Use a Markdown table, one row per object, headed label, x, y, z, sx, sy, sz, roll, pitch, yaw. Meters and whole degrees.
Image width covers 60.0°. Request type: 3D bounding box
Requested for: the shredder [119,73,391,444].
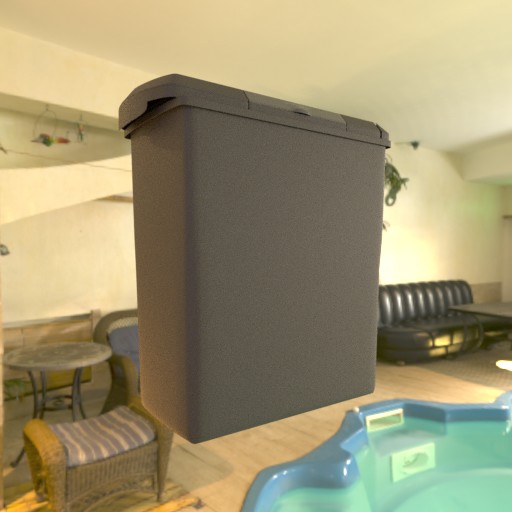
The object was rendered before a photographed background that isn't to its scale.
| label | x | y | z | sx | sy | sz | roll | pitch | yaw |
| --- | --- | --- | --- | --- | --- | --- | --- | --- | --- |
| shredder | 0.000 | 0.000 | 0.524 | 0.320 | 0.335 | 0.170 | -1 | 1 | -36 |
